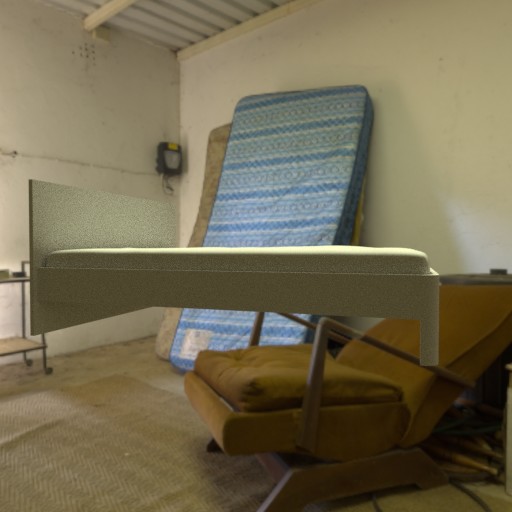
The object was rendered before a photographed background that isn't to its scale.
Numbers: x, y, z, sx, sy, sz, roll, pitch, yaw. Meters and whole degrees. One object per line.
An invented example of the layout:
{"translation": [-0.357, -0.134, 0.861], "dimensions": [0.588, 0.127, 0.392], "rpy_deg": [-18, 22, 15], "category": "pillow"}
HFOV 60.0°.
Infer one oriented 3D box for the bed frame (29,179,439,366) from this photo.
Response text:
{"translation": [0.000, 0.000, 2.670], "dimensions": [1.950, 0.800, 1.490], "rpy_deg": [0, 1, 18], "category": "bed frame"}
